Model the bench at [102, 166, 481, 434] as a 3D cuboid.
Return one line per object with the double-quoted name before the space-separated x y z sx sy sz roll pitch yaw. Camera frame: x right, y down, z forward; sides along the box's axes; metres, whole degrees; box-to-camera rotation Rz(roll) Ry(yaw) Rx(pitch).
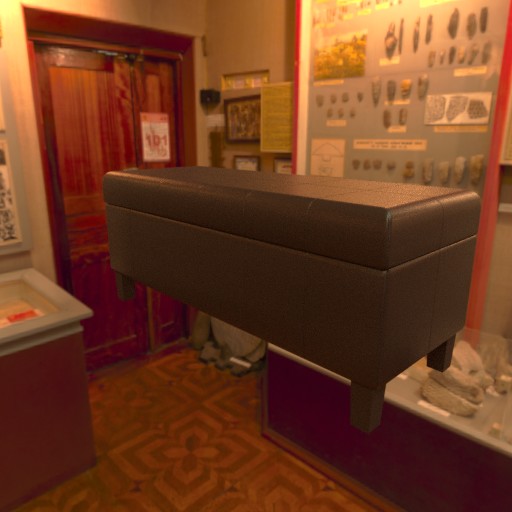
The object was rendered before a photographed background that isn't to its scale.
"bench" 0.000 0.000 1.324 0.429 0.457 1.092 -14 21 -42
